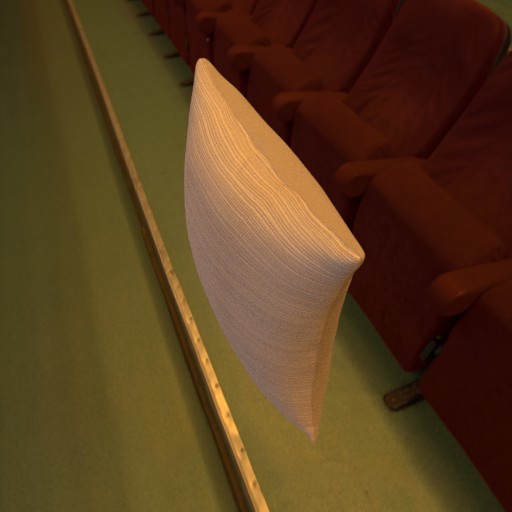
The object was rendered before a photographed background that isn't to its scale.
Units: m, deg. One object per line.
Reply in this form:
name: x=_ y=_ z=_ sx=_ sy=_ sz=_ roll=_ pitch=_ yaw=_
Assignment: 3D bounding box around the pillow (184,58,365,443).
pillow: x=0.000 y=0.000 z=0.780 sx=0.204 sy=0.497 sz=0.512 roll=-17 pitch=49 yaw=-16
